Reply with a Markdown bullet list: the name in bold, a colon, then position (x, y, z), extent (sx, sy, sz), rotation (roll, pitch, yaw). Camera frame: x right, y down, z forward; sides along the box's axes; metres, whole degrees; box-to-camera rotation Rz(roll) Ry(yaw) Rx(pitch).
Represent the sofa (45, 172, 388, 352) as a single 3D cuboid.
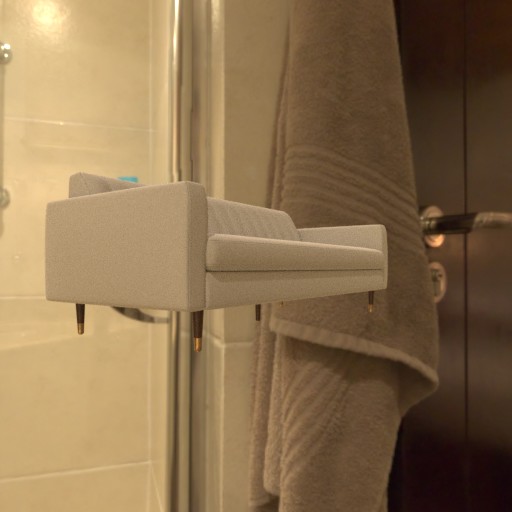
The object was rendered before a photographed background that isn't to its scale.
- **sofa**: position (0.000, 0.000, 2.802), extent (0.990, 0.821, 2.291), rotation (-1, -2, 35)
